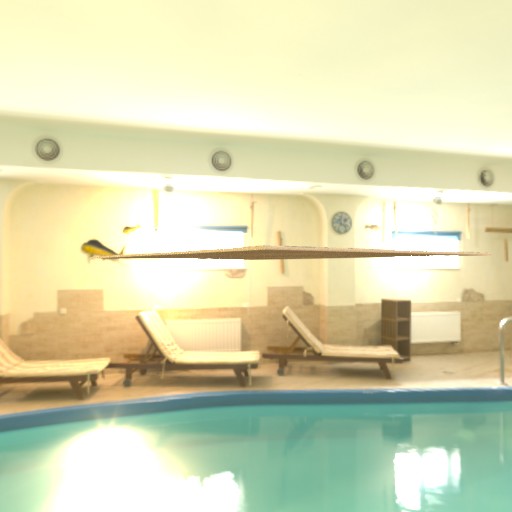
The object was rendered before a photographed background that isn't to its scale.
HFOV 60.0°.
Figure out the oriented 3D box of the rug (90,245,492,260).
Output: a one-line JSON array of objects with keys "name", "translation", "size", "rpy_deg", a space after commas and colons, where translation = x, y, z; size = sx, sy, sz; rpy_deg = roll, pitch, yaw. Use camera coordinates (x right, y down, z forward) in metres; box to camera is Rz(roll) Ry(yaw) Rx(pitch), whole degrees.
[{"name": "rug", "translation": [0.000, 0.000, 3.478], "size": [1.819, 0.018, 2.746], "rpy_deg": [1, -2, -35]}]
